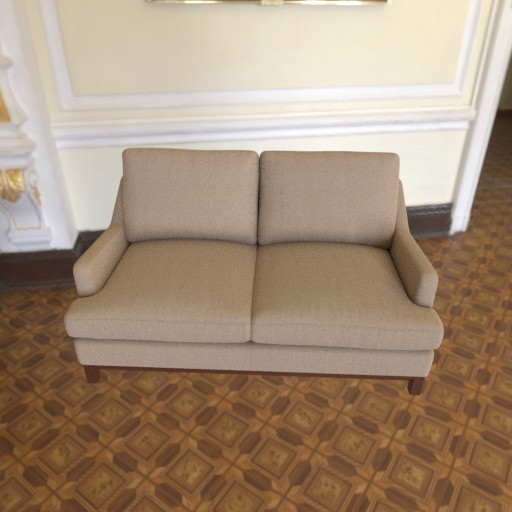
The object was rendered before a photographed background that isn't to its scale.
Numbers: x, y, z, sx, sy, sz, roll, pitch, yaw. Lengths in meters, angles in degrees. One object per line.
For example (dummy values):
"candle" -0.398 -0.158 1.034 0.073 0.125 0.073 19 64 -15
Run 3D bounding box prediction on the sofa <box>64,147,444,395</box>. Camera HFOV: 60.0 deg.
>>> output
"sofa" 0.000 0.000 2.244 1.619 0.910 1.004 1 30 2
